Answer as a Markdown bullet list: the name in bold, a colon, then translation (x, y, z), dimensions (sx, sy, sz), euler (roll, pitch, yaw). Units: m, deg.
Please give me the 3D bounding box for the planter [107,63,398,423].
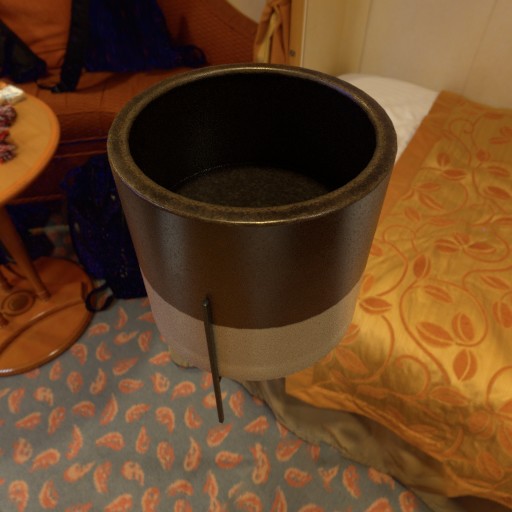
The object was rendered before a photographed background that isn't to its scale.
- **planter**: translation (0.000, 0.000, 0.701), dimensions (0.354, 0.465, 0.345), euler (-9, 48, -8)
